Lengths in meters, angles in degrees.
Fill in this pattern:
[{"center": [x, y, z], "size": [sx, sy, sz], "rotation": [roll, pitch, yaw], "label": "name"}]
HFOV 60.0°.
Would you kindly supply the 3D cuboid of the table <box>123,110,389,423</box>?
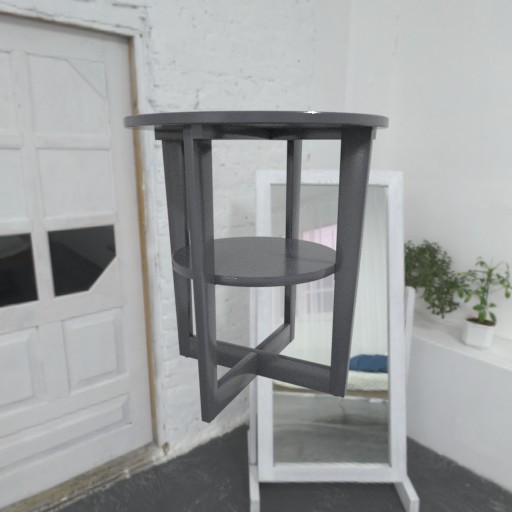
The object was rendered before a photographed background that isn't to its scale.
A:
[{"center": [0.000, 0.000, 0.934], "size": [0.500, 0.550, 0.500], "rotation": [0, 14, 0], "label": "table"}]
